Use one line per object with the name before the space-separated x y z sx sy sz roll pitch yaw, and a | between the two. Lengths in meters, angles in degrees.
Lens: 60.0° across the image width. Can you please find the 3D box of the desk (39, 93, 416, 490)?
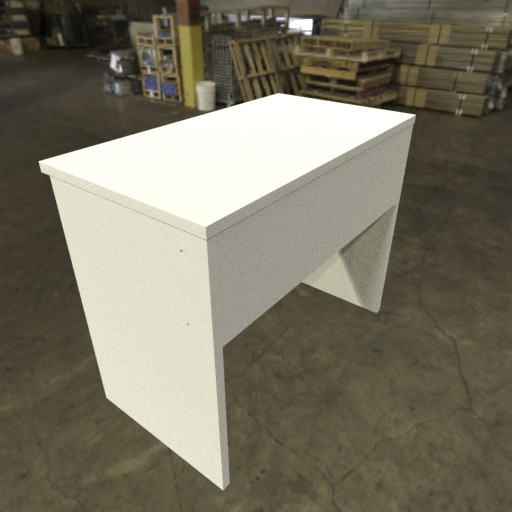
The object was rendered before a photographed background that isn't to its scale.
desk | 0.000 0.000 1.326 0.498 0.729 0.900 22 38 32
